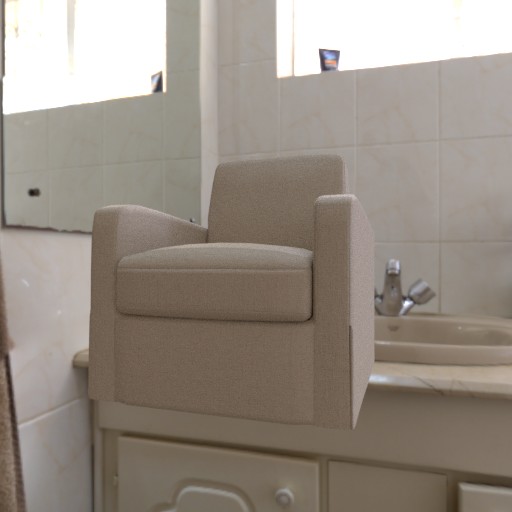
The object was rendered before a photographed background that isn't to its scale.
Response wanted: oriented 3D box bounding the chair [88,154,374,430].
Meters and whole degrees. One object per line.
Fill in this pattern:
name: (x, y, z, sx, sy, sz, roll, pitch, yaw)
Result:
chair: (0.000, 0.000, 1.541, 0.755, 0.827, 0.888, 0, -1, 19)
